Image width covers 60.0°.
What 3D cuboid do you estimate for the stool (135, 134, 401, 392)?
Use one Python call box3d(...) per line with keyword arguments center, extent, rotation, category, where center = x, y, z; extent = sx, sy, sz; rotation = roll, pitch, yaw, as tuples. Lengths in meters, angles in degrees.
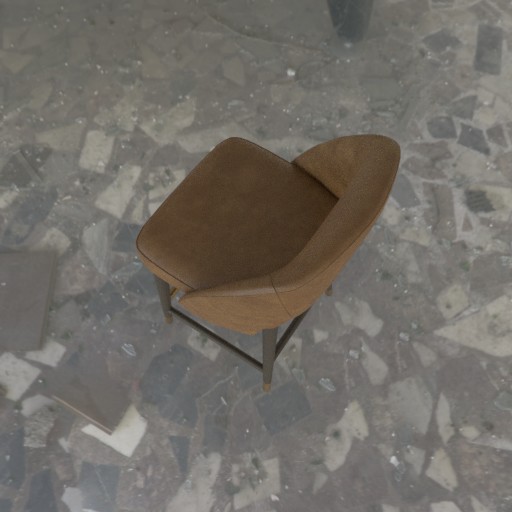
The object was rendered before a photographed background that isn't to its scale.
box3d(center=(0.000, 0.000, 1.235), extent=(0.509, 0.940, 0.494), rotation=(32, 68, 14), category="stool")
